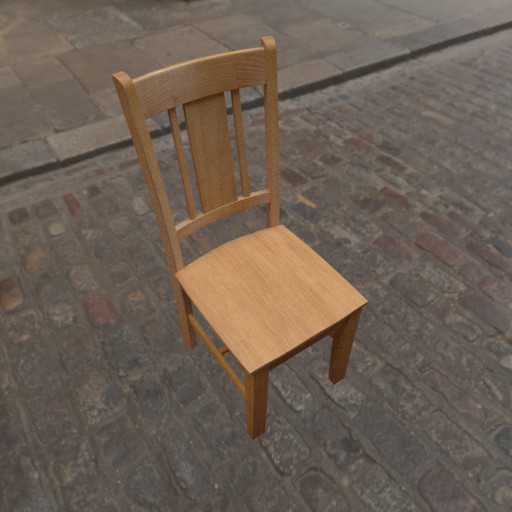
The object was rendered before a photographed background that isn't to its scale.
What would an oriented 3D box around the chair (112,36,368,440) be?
[{"bbox_3d":[0.000,0.000,1.300,0.450,0.998,0.556,-26,50,-24],"label":"chair"}]
